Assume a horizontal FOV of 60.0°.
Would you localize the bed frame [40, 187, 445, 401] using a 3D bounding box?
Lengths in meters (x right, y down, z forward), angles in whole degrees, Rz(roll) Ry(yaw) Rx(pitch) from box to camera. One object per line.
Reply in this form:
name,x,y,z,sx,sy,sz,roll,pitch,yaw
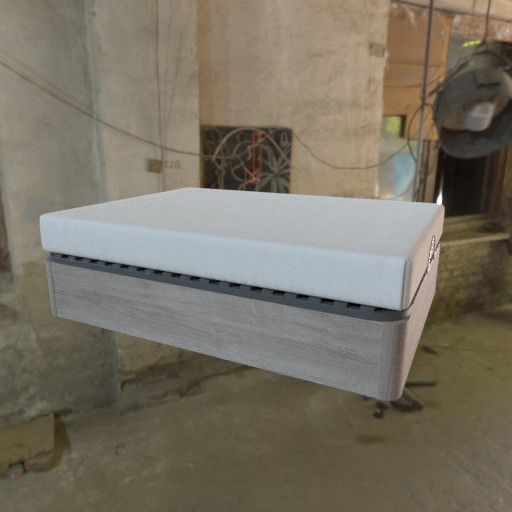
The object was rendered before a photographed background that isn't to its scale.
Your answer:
bed frame,0.000,0.000,2.577,1.900,0.561,1.400,8,17,26
